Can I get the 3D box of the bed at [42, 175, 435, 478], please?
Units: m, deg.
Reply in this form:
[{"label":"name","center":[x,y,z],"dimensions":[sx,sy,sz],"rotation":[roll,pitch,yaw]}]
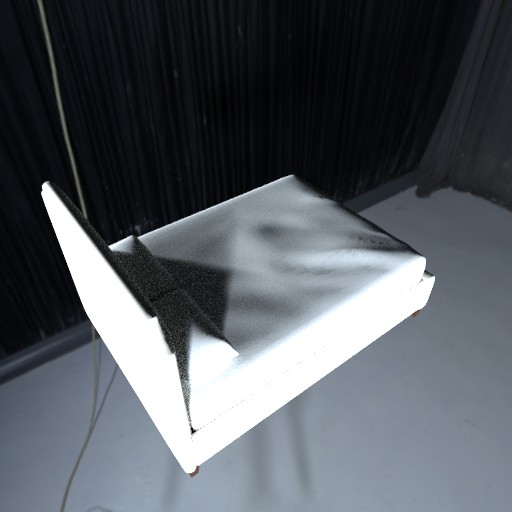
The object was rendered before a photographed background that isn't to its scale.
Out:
[{"label":"bed","center":[0.000,0.000,3.349],"dimensions":[2.365,1.443,1.712],"rotation":[-26,47,-27]}]
